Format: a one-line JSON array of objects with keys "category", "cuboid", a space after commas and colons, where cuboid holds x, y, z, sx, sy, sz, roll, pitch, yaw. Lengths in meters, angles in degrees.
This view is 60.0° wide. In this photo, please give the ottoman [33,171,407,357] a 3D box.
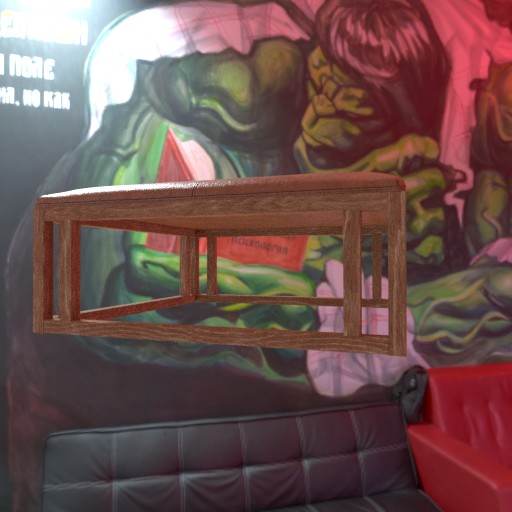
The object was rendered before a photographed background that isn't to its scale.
[{"category": "ottoman", "cuboid": [0.000, 0.000, 1.584, 1.016, 0.442, 1.013, 0, -1, 18]}]
